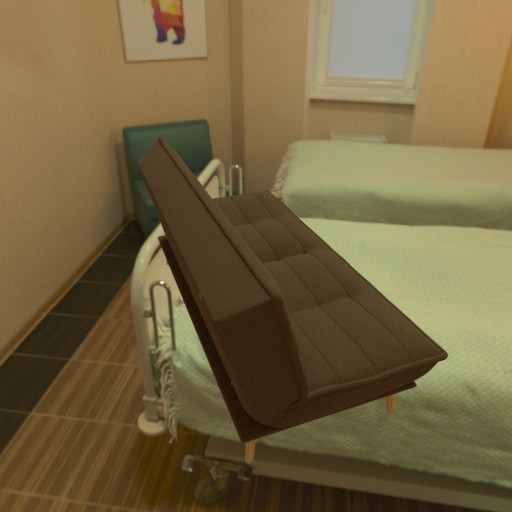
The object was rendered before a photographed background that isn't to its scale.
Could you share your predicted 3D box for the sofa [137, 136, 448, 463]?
[{"bbox_3d":[0.000,0.000,2.402,0.950,0.890,1.940,-11,32,-18],"label":"sofa"}]
